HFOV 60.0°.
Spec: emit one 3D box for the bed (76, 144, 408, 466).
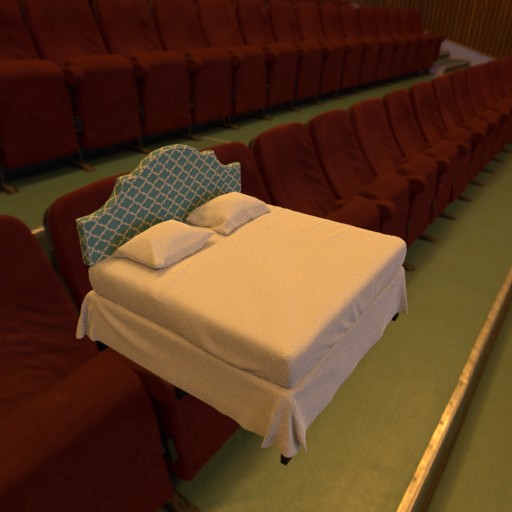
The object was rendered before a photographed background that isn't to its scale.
[{"bbox_3d":[0.000,0.000,3.779,2.222,1.601,2.314,19,33,31],"label":"bed"}]
